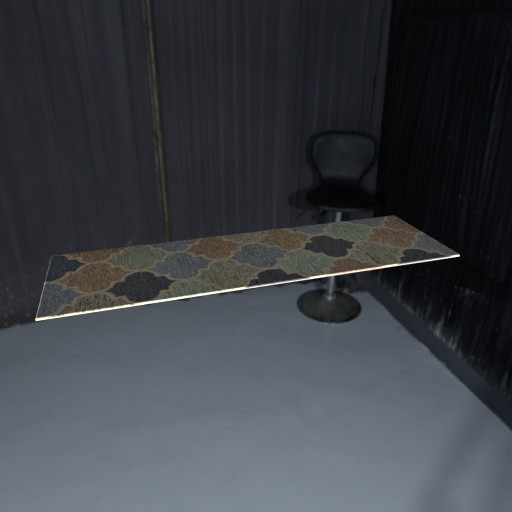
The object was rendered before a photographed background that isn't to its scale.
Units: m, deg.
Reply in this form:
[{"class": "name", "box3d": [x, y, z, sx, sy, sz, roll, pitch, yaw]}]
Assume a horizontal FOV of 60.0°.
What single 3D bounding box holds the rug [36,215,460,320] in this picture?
[{"class": "rug", "box3d": [0.000, 0.000, 2.590, 2.287, 0.011, 0.687, -8, 27, -15]}]
